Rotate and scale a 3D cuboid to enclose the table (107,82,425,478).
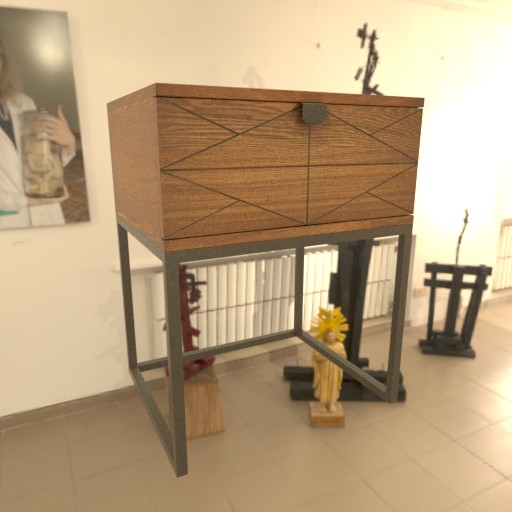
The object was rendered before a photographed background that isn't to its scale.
[{"bbox_3d":[0.000,0.000,0.917,0.482,0.610,0.400,-7,17,-26],"label":"table"}]
